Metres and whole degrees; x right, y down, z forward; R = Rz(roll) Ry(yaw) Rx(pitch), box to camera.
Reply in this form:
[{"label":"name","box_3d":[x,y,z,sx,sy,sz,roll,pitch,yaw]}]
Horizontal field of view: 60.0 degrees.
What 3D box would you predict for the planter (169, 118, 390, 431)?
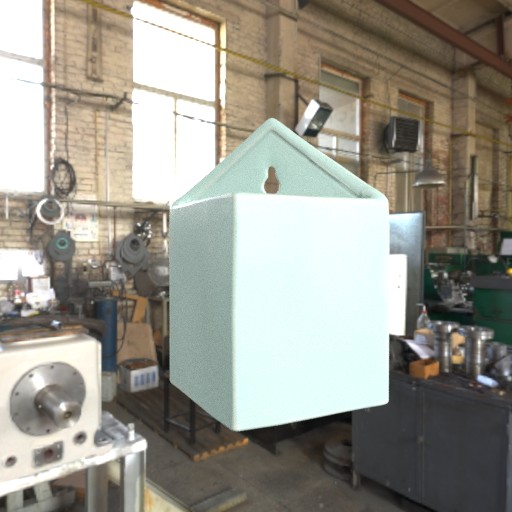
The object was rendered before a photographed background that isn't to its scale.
[{"label":"planter","box_3d":[0.000,0.000,0.286,0.164,0.197,0.079,0,1,18]}]
